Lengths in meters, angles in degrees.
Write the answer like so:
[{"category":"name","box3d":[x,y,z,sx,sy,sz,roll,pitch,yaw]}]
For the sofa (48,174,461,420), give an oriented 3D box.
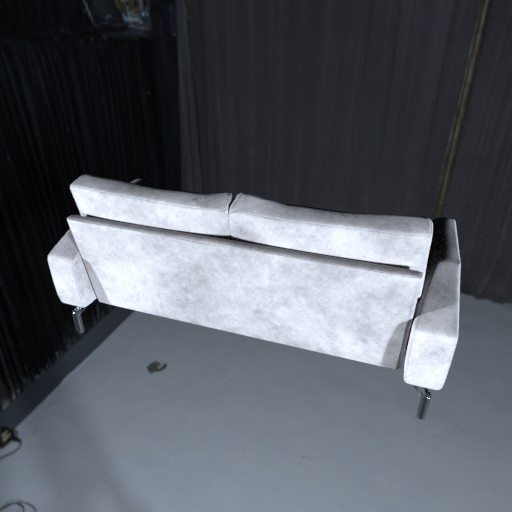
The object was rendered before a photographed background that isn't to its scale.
[{"category":"sofa","box3d":[0.000,0.000,2.221,1.837,0.859,0.849,10,31,17]}]
